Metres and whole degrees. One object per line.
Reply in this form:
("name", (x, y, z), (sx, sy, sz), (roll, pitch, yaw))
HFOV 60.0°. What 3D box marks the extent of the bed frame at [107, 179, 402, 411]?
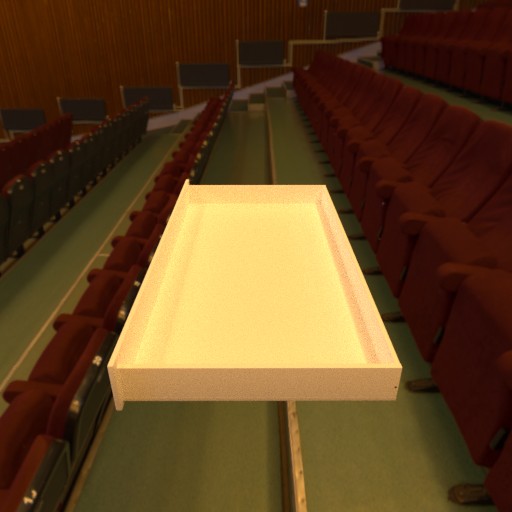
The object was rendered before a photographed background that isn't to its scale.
("bed frame", (0.000, 0.000, 1.597), (0.670, 0.141, 1.300), (0, 28, 0))
